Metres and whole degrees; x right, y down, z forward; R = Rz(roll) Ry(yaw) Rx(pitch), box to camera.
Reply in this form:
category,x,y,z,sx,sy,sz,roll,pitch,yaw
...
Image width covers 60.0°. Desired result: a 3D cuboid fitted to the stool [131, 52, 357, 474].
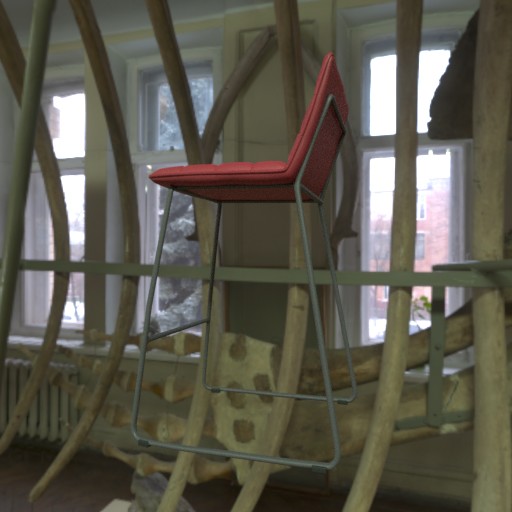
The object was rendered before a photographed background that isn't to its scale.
category,x,y,z,sx,sy,sz,roll,pitch,yaw
stool,0.000,0.000,1.250,0.524,0.937,0.489,0,0,17
